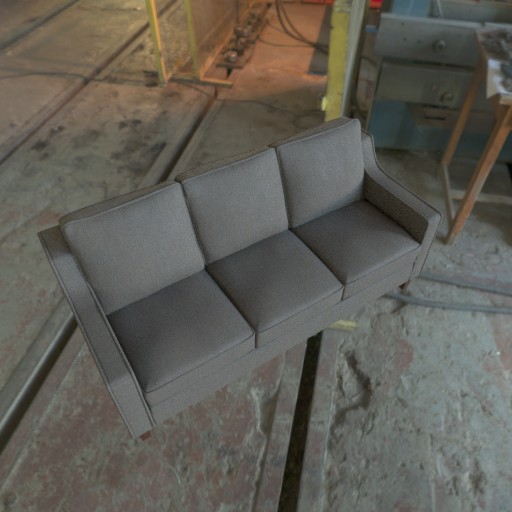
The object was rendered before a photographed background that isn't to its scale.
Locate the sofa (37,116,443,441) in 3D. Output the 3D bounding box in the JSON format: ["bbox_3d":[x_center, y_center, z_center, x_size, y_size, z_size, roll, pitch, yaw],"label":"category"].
[{"bbox_3d":[0.000,0.000,2.523,1.986,0.974,0.911,-25,51,-22],"label":"sofa"}]
